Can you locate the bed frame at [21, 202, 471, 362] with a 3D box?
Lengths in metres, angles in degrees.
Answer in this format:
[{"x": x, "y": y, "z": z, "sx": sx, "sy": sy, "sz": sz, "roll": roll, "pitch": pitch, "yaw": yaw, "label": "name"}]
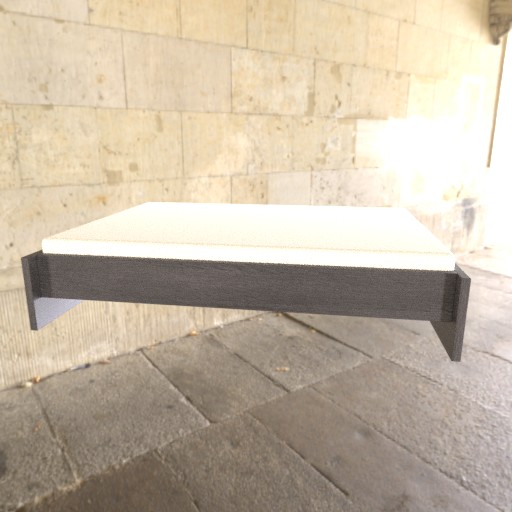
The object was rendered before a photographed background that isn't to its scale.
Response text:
[{"x": 0.000, "y": 0.000, "z": 2.633, "sx": 1.950, "sy": 0.432, "sz": 1.490, "roll": 2, "pitch": 15, "yaw": 9, "label": "bed frame"}]
